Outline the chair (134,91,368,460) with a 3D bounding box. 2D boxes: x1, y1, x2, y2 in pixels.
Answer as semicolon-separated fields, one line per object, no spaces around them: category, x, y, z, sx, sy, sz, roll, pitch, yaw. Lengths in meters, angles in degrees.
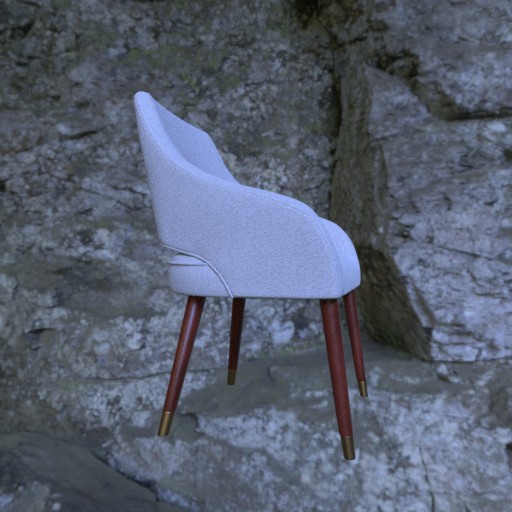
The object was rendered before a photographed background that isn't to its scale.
chair;0.000;0.000;1.283;0.600;0.889;0.609;0;-1;17
